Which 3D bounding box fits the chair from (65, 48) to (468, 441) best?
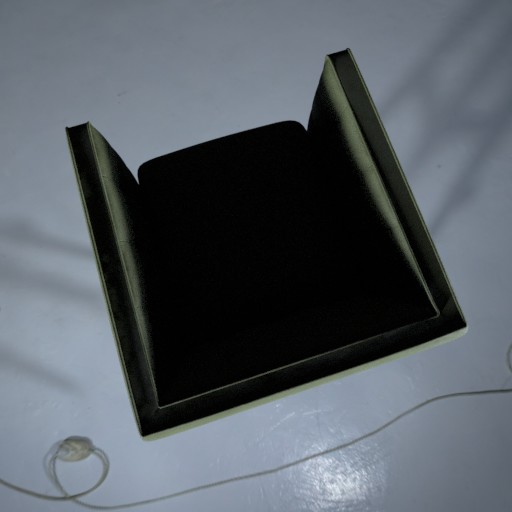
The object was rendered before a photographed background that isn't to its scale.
[{"bbox_3d":[0.000,0.000,1.537,0.880,0.790,0.894,-17,77,-4],"label":"chair"}]
